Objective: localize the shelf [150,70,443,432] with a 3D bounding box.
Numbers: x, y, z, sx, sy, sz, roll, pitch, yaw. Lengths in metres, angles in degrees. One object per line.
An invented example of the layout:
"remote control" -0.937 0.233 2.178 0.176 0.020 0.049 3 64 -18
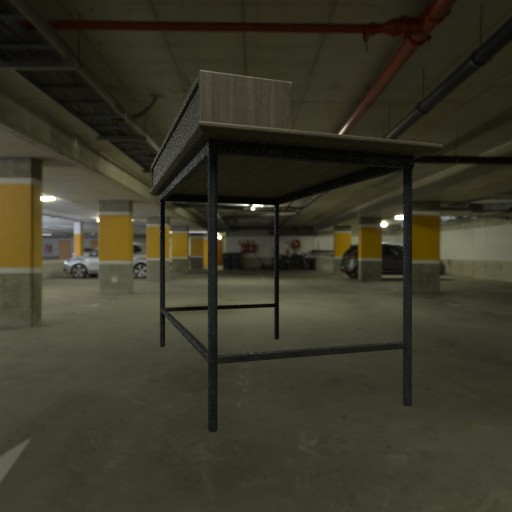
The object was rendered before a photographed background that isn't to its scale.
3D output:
"shelf" 0.000 0.000 1.695 0.685 0.865 1.212 0 0 -19
